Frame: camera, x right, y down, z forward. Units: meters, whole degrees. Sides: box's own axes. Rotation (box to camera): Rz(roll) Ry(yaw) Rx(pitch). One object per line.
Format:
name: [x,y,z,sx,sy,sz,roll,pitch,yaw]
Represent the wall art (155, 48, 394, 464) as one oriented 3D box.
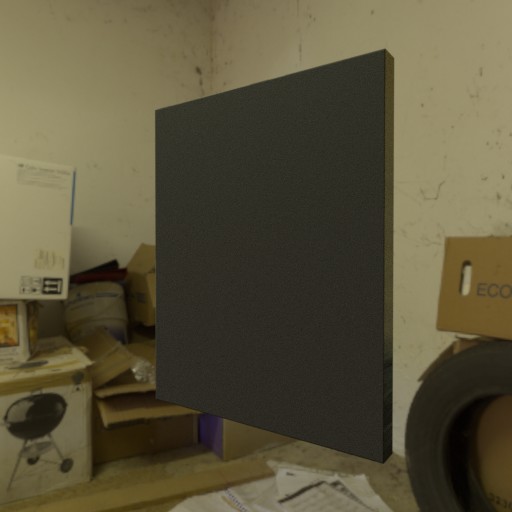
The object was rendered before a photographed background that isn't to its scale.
wall art: [0.000,0.000,0.806,0.489,0.608,0.040,1,1,35]
